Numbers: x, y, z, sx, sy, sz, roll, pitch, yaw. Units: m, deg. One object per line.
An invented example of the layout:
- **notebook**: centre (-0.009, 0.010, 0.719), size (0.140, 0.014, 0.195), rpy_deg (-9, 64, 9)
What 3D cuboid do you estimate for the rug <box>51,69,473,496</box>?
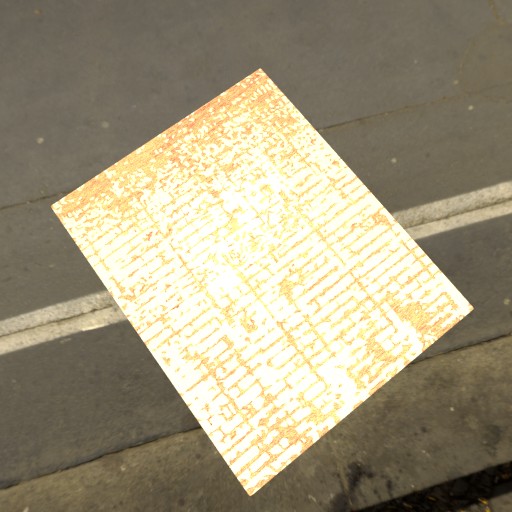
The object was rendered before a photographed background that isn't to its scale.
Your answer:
- **rug**: centre (0.000, 0.000, 3.972), size (2.441, 0.011, 3.050), rpy_deg (-36, 78, -9)
